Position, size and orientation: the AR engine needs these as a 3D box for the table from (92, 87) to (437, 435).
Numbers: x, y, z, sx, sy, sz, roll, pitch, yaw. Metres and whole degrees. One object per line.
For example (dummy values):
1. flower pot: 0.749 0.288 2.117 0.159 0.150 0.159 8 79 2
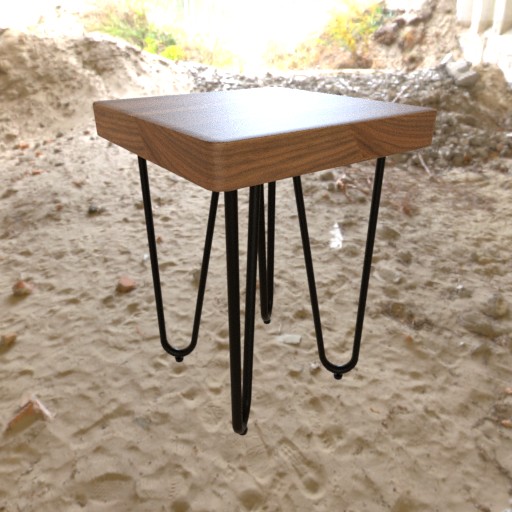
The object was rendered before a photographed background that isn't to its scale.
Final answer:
1. table: 0.000 0.000 0.985 0.480 0.641 0.479 -18 32 -32
